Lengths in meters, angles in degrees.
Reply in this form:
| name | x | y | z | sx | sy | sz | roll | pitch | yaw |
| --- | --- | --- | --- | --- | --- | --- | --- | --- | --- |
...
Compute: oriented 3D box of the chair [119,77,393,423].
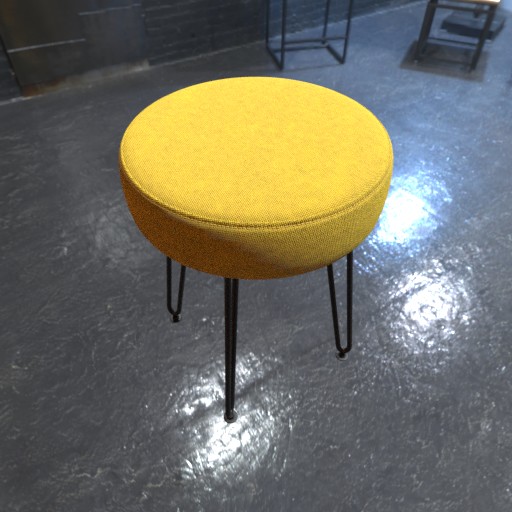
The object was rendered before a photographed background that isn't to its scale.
| name | x | y | z | sx | sy | sz | roll | pitch | yaw |
| --- | --- | --- | --- | --- | --- | --- | --- | --- | --- |
| chair | 0.000 | 0.000 | 0.709 | 0.345 | 0.455 | 0.345 | -23 | 50 | -20 |
